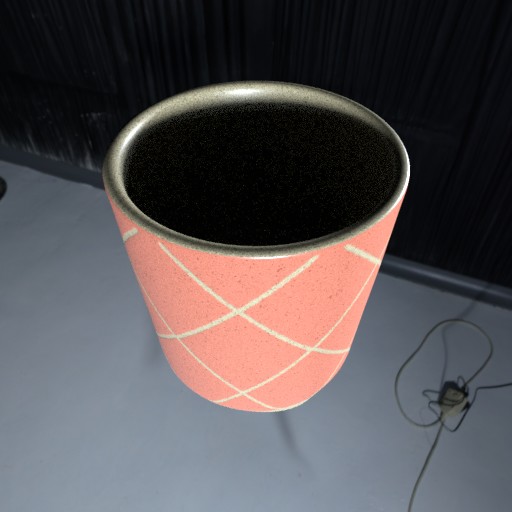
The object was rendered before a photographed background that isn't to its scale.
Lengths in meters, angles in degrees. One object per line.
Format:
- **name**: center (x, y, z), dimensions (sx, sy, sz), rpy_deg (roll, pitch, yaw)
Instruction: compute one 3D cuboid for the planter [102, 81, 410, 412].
- **planter**: center (0.000, 0.000, 0.353), dimensions (0.191, 0.200, 0.191), rpy_deg (0, 47, 0)
